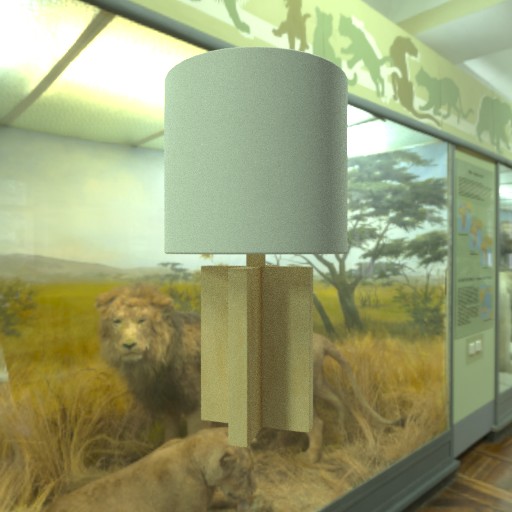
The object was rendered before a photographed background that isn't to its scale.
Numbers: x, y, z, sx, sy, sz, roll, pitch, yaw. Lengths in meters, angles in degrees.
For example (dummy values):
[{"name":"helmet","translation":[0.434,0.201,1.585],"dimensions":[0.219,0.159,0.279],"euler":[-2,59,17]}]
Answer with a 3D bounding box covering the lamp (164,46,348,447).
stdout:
[{"name":"lamp","translation":[0.000,0.000,0.565],"dimensions":[0.229,0.428,0.229],"euler":[0,1,17]}]
